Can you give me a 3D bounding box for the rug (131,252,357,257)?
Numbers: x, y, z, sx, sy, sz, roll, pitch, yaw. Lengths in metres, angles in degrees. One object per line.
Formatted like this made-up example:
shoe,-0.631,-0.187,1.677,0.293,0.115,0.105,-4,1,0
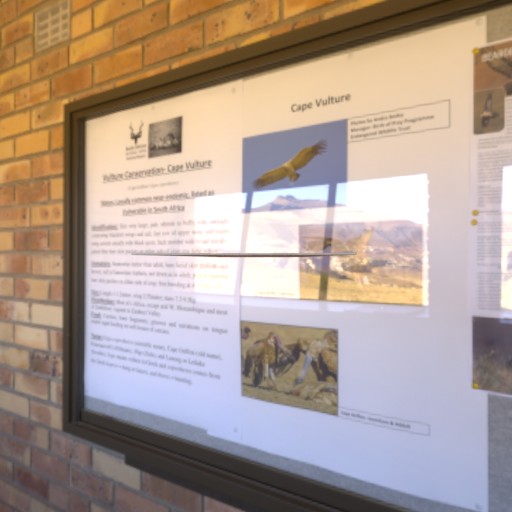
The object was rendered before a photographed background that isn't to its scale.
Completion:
rug,0.000,0.000,2.463,0.684,0.009,2.275,0,0,2
